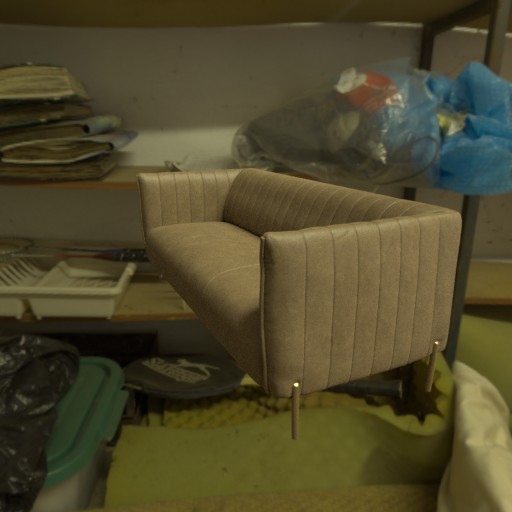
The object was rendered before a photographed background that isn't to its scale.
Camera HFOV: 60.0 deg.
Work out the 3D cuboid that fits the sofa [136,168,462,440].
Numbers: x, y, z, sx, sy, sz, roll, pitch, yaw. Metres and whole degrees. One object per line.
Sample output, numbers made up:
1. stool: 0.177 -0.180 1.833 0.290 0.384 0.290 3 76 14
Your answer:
1. sofa: 0.000 0.000 2.444 0.876 0.779 1.980 -8 19 -25
